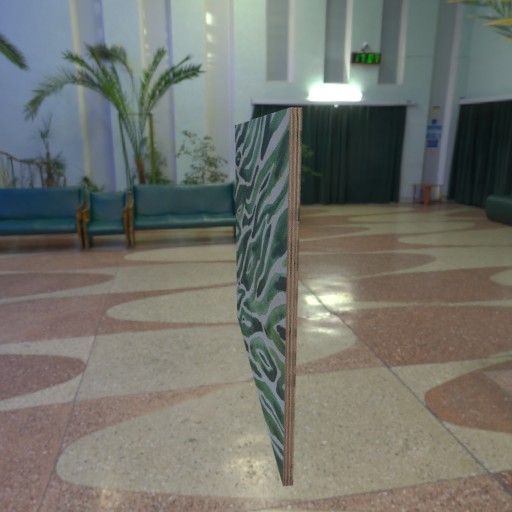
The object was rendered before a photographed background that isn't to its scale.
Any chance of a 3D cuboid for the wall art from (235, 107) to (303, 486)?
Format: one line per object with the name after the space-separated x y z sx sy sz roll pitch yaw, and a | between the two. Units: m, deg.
0.000 0.000 0.694 0.012 0.408 0.508 -2 15 -8 | wall art
